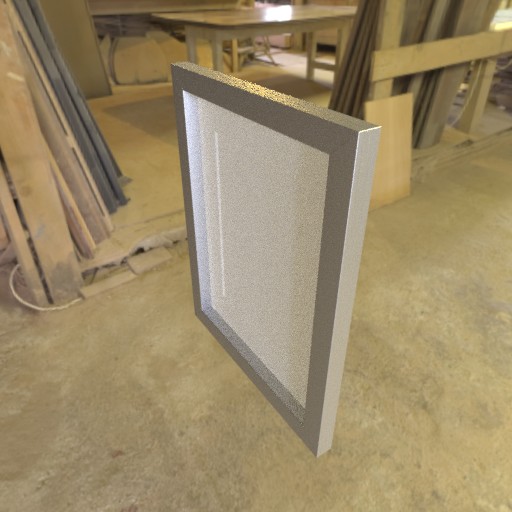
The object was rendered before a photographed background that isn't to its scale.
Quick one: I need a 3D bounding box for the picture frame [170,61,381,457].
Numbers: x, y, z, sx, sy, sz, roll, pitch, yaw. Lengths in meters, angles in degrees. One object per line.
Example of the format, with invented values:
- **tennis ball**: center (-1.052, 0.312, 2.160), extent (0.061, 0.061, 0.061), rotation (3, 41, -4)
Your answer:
- **picture frame**: center (0.000, 0.000, 0.528), extent (0.036, 0.386, 0.307), rotation (-20, 38, -28)
